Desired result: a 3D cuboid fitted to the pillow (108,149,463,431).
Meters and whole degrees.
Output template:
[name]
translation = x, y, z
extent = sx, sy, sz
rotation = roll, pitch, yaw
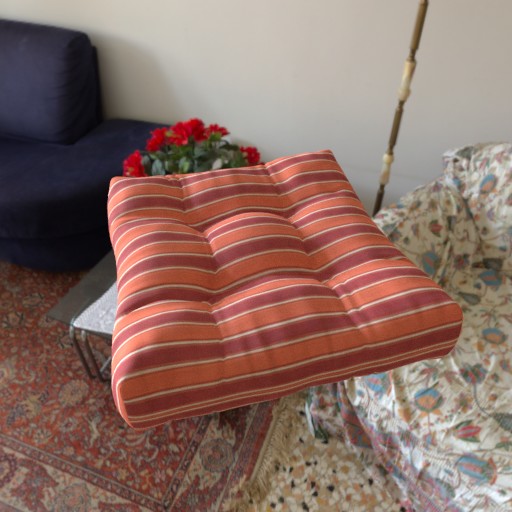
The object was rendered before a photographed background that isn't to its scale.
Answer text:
[pillow]
translation = 0.000, 0.000, 0.731
extent = 0.468, 0.133, 0.490
rotation = -10, 42, -11
